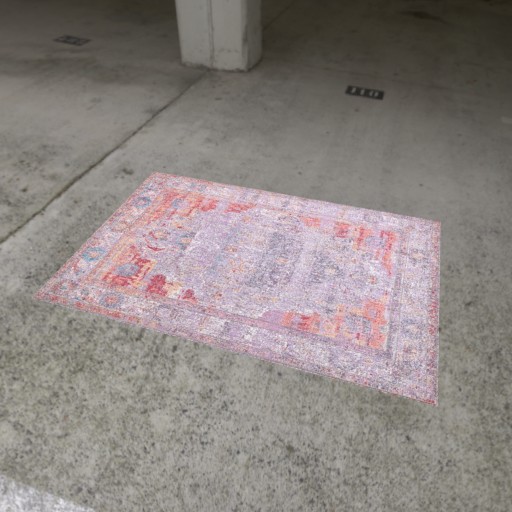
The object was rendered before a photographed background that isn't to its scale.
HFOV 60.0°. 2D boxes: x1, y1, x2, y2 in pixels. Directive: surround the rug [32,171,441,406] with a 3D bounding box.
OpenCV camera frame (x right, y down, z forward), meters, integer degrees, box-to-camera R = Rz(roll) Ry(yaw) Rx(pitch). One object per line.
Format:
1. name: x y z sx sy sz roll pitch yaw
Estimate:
1. rug: 0.000 0.000 2.316 1.829 0.005 1.219 12 43 13
